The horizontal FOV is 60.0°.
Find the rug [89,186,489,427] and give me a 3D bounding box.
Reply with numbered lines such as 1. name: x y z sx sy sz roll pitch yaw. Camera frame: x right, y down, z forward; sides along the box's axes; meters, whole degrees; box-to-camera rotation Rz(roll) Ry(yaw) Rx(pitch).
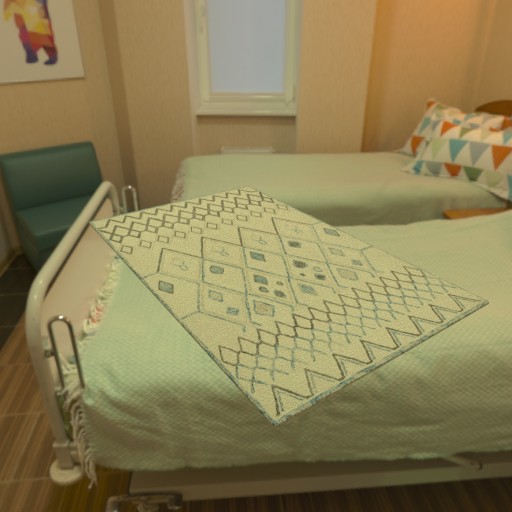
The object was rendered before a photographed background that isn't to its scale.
1. rug: 0.000 0.000 3.003 1.524 0.015 2.439 -18 33 -30
